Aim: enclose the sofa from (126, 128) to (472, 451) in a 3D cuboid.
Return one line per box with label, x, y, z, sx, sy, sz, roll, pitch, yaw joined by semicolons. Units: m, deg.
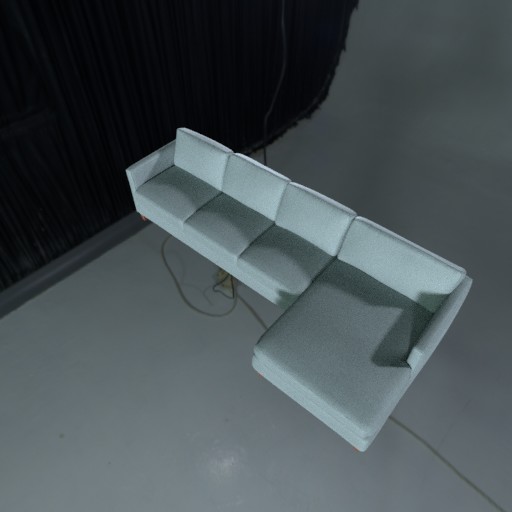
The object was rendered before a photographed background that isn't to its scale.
sofa;0.000;0.000;4.215;3.471;0.950;1.604;32;55;26
